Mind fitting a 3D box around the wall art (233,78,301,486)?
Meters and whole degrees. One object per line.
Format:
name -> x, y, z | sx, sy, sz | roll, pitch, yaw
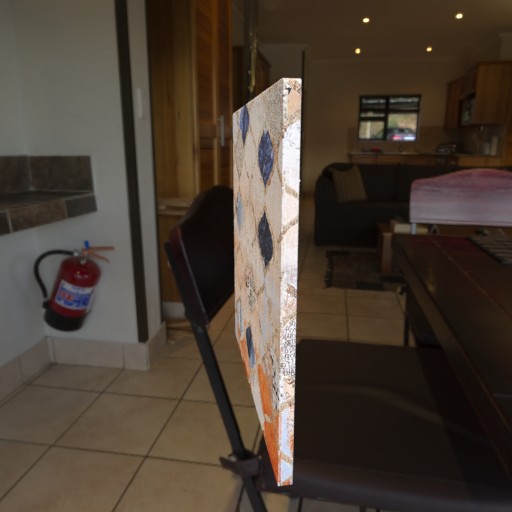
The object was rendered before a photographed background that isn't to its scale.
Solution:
wall art -> 0.000, 0.000, 1.385 | 0.039, 0.914, 0.912 | -2, 14, -9
